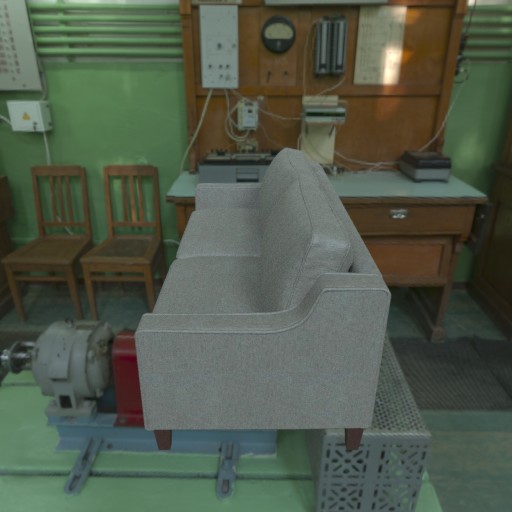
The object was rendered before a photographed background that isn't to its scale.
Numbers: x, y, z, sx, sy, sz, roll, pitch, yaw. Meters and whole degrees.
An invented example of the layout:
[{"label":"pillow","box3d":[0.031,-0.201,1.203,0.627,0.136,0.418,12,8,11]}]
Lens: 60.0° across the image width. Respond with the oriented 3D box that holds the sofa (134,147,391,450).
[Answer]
[{"label":"sofa","box3d":[0.000,0.000,2.846,1.073,1.074,2.181,0,25,0]}]
